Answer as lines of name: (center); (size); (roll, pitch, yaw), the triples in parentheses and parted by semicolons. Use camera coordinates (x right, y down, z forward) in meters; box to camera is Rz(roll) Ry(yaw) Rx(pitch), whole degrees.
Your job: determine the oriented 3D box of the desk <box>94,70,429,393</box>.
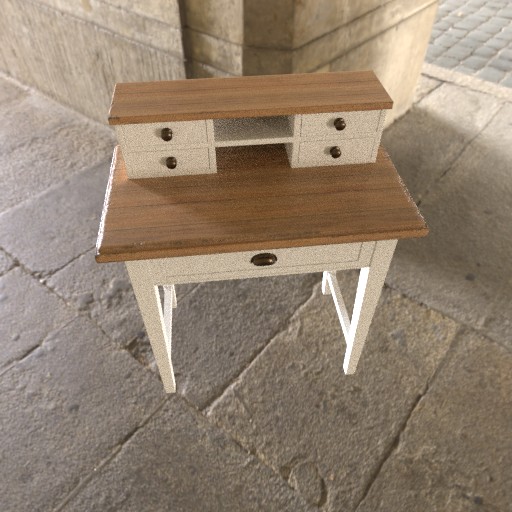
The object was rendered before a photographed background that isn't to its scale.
desk: (0.000, 0.000, 1.436); (0.814, 0.981, 0.462); (-5, 47, -4)
